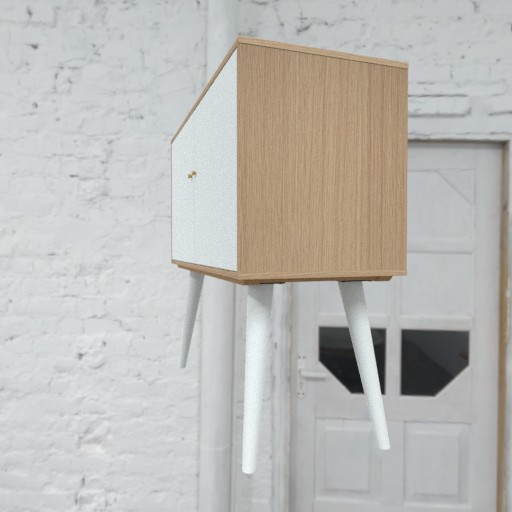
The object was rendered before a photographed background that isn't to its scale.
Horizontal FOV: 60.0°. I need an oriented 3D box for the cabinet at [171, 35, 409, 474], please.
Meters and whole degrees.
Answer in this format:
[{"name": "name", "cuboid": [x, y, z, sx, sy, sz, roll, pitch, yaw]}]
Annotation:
[{"name": "cabinet", "cuboid": [0.000, 0.000, 1.578, 0.470, 1.016, 1.057, 0, 1, -19]}]
